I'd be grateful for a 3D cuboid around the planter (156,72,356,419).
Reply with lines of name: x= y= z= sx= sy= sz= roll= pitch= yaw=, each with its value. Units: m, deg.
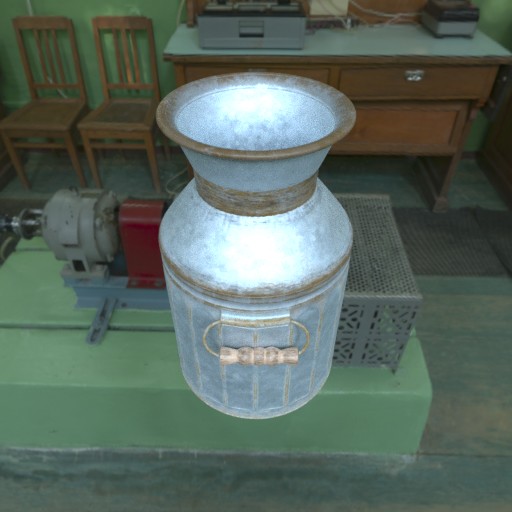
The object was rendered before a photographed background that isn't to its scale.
planter: x=0.000 y=0.000 z=0.513 sx=0.215 sy=0.358 sz=0.248 roll=0 pitch=42 yaw=0
